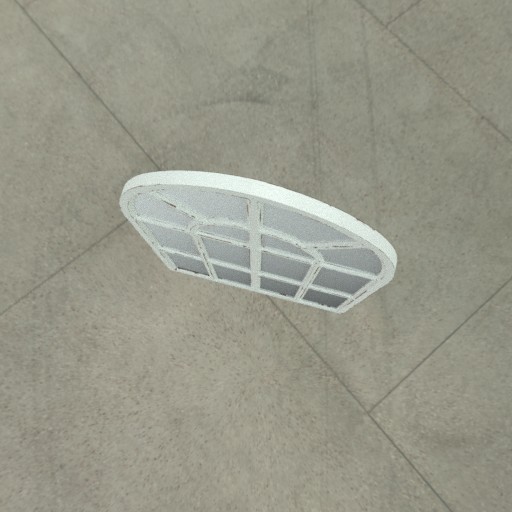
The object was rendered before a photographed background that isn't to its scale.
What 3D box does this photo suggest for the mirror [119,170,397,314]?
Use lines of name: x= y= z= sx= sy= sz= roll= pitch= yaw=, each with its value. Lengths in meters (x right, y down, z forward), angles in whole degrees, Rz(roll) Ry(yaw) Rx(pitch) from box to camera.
mirror: x=0.000 y=0.000 z=1.198 sx=0.660 sy=0.920 sz=0.032 roll=14 pitch=76 yaw=4
